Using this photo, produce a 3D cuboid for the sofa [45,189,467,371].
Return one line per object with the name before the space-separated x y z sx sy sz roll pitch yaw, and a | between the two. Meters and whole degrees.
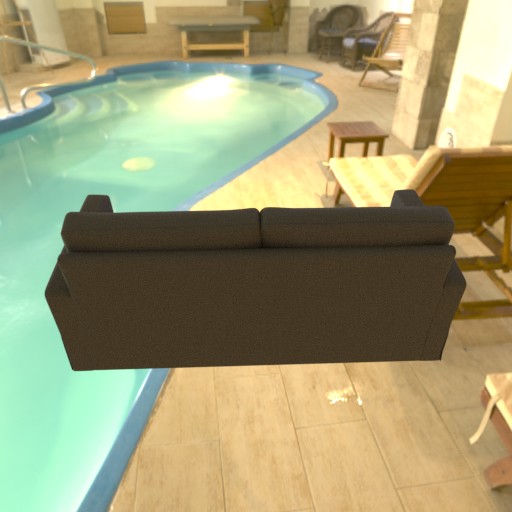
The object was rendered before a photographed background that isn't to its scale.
sofa | 0.000 0.000 2.298 1.852 0.839 0.898 -1 33 -2
